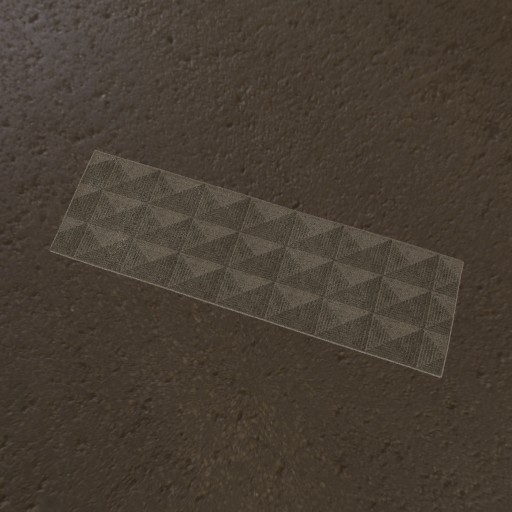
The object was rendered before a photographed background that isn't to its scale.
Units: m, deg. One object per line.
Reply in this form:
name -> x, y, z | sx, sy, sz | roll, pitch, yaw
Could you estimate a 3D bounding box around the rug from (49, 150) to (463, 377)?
rug -> 0.000, 0.000, 2.414 | 2.182, 0.015, 0.645 | 17, 75, 5
